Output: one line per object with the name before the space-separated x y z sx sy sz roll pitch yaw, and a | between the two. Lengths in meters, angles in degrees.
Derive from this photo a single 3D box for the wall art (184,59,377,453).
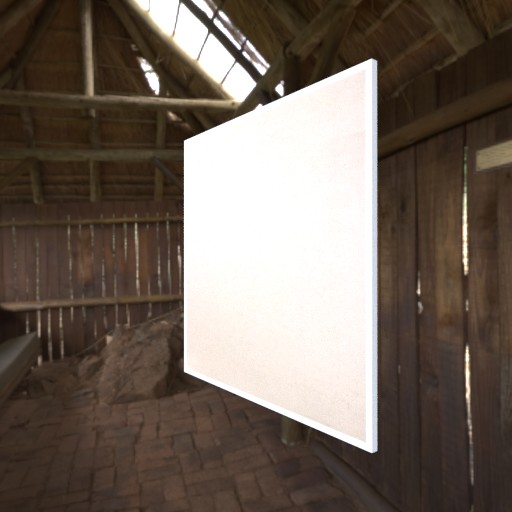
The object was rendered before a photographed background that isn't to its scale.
wall art | 0.000 0.000 0.852 0.012 0.557 0.557 0 0 -37
